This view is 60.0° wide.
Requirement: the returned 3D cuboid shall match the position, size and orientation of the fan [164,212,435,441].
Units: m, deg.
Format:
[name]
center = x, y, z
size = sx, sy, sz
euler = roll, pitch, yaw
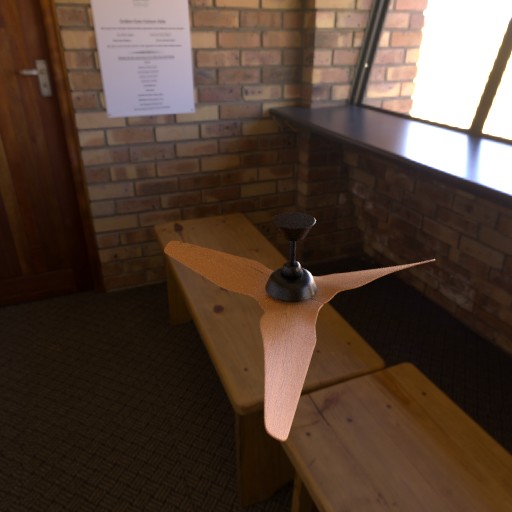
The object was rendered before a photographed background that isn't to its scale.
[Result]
[fan]
center = 0.000, 0.000, 1.636
size = 1.010, 0.355, 1.142
euler = 18, 32, 32
